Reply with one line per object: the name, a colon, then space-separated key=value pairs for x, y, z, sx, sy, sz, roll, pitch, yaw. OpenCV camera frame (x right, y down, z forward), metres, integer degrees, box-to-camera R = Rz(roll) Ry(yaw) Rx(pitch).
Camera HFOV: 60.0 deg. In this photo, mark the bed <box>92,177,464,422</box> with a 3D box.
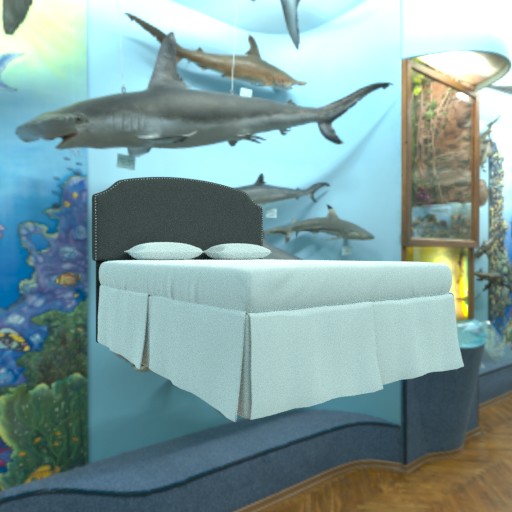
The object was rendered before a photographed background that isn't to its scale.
bed: x=0.000 y=0.000 z=2.881 sx=1.558 sy=1.270 sz=1.999 roll=0 pitch=0 yaw=-36
